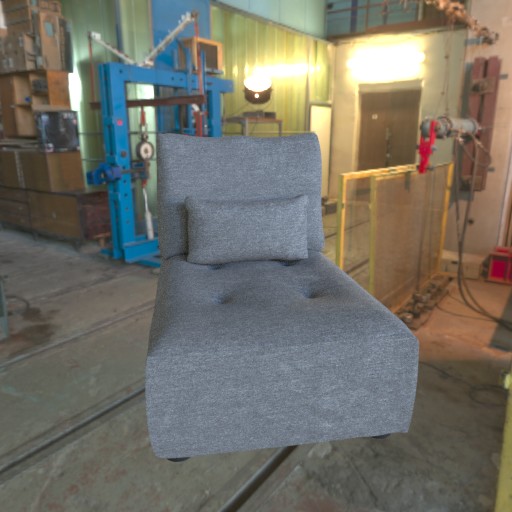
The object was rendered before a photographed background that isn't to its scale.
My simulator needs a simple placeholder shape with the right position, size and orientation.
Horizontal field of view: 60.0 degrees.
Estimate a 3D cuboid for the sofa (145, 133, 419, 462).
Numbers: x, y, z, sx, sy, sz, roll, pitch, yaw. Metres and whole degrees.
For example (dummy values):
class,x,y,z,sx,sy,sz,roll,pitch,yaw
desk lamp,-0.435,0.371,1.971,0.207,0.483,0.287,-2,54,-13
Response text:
class,x,y,z,sx,sy,sz,roll,pitch,yaw
sofa,0.000,0.000,1.530,0.700,0.820,1.000,-3,16,-9
